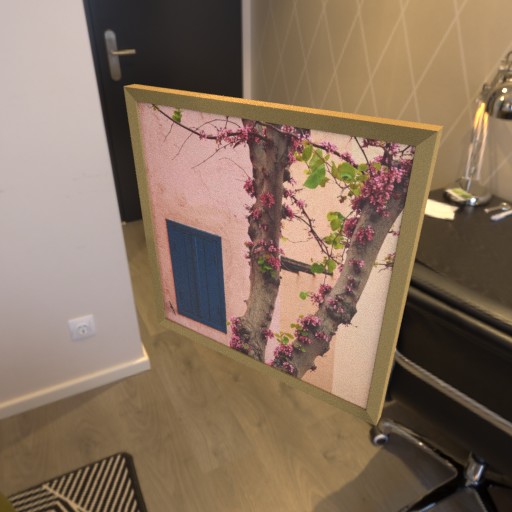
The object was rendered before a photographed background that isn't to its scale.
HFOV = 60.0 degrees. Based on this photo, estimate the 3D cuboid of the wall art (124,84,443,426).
[{"bbox_3d":[0.000,0.000,1.142,0.762,0.762,0.038,18,35,28],"label":"wall art"}]
